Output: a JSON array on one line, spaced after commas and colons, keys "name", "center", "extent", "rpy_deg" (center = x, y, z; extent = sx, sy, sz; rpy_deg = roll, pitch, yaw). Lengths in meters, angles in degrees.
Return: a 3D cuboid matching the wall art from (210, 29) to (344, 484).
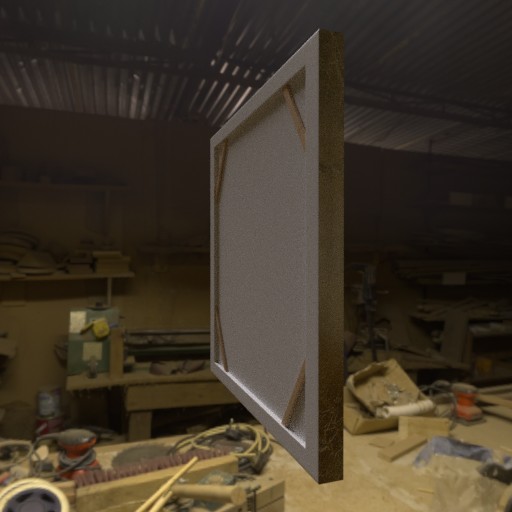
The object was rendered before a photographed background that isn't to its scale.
[{"name": "wall art", "center": [0.000, 0.000, 0.886], "extent": [0.038, 0.610, 0.610], "rpy_deg": [0, 0, -20]}]
